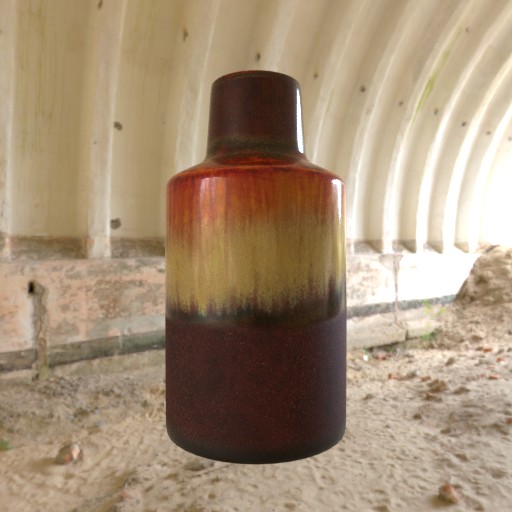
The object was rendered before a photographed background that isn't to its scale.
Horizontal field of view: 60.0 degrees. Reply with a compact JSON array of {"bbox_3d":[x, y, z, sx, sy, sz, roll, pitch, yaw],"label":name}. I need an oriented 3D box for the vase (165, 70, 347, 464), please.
[{"bbox_3d":[0.000,0.000,0.268,0.108,0.204,0.108,0,1,0],"label":"vase"}]
